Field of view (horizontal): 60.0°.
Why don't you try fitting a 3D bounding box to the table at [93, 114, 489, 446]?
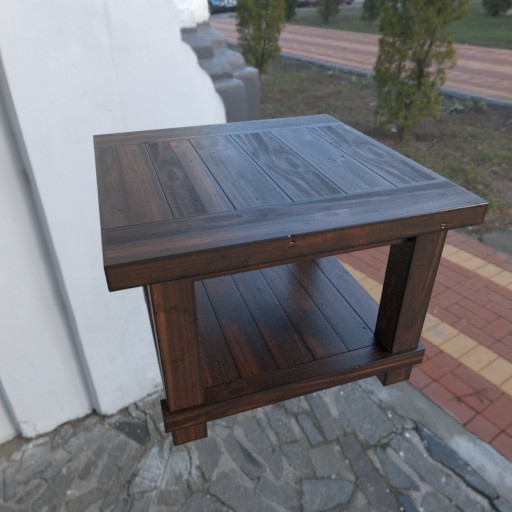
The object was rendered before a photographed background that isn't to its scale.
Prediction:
[{"bbox_3d":[0.000,0.000,0.994,0.606,0.437,0.593,-10,33,-16],"label":"table"}]
